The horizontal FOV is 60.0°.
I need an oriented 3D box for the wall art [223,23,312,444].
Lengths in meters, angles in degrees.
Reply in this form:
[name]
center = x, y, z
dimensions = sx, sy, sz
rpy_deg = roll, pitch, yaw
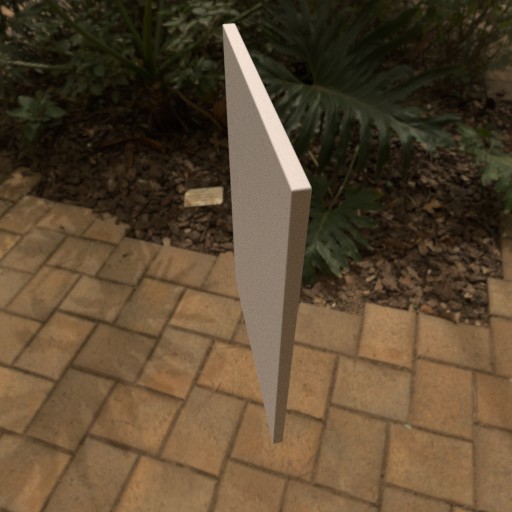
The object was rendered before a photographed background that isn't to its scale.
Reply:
[wall art]
center = 0.000, 0.000, 1.019
dimensions = 0.026, 0.813, 0.556
rpy_deg = -9, 47, -8
